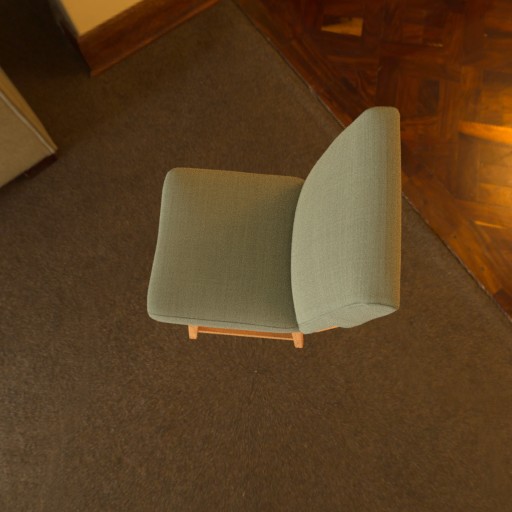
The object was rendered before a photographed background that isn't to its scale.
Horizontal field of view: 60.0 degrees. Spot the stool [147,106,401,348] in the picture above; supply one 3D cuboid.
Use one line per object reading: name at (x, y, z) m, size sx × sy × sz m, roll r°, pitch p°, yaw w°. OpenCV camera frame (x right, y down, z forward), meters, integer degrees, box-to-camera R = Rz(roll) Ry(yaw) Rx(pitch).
stool at (0.000, 0.000, 1.332) m, size 0.570 × 1.019 × 0.459 m, roll 5°, pitch 75°, yaw 1°
